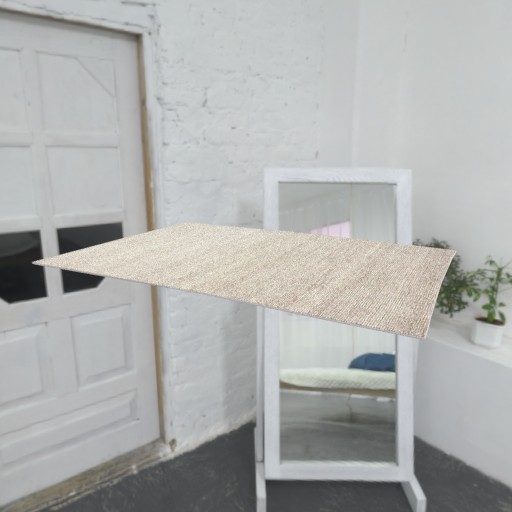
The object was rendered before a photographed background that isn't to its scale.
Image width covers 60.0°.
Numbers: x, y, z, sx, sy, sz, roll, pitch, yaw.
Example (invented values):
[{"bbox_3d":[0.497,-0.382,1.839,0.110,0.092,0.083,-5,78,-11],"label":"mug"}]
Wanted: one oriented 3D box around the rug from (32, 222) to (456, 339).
[{"bbox_3d":[0.000,0.000,2.934,2.342,0.030,1.609,8,16,27],"label":"rug"}]
